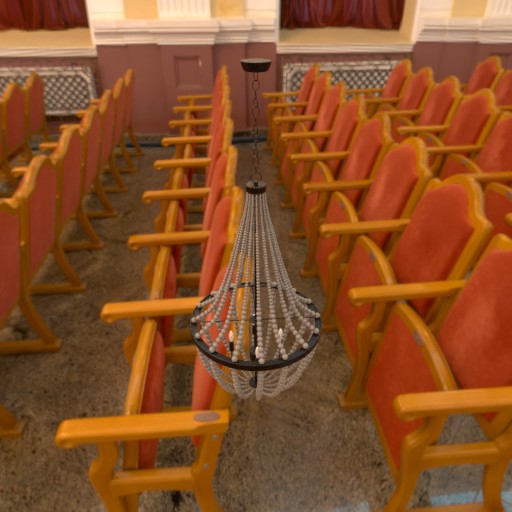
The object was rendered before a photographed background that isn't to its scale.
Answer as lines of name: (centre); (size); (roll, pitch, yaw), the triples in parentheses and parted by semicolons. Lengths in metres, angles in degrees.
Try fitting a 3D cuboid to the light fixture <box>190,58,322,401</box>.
light fixture: (0.000, 0.000, 1.393); (0.450, 1.133, 0.450); (0, 31, 0)
